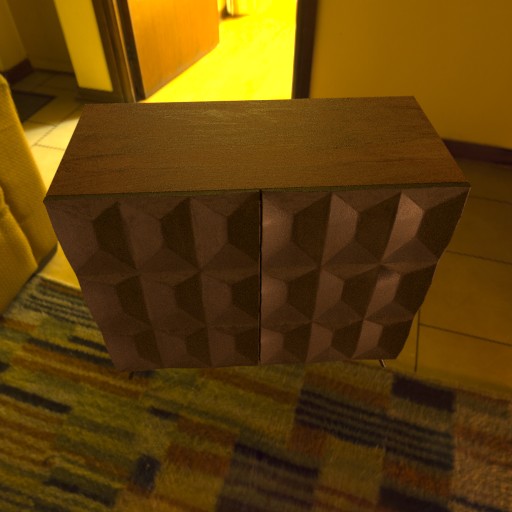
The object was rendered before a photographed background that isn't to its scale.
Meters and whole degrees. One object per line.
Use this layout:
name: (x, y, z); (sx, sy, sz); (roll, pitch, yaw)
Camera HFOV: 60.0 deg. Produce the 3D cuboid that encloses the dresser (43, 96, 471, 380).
dresser: (0.000, 0.000, 1.440); (0.967, 0.847, 0.446); (-2, 46, -2)
